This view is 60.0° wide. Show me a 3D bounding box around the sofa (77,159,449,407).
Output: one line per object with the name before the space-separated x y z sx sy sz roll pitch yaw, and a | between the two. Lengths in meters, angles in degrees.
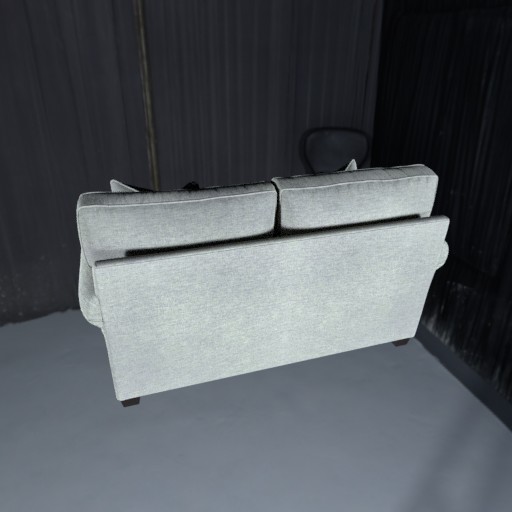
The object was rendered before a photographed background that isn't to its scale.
sofa | 0.000 0.000 2.312 1.701 0.966 0.966 -8 27 -16
